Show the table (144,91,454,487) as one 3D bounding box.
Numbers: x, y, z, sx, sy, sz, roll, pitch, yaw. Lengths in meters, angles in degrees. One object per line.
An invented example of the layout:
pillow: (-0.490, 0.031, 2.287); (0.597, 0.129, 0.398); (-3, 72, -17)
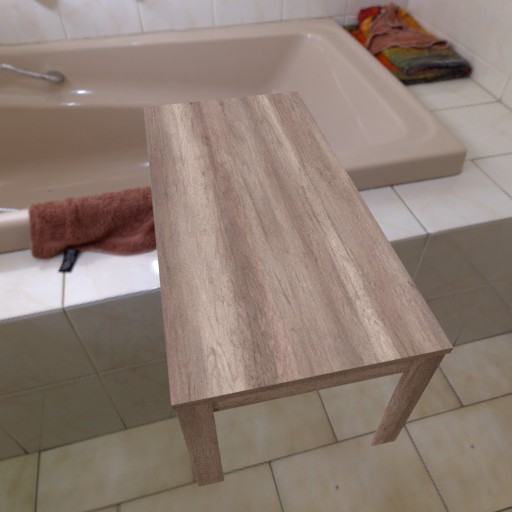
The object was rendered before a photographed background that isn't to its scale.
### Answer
table: (0.000, 0.000, 2.245); (0.900, 0.790, 1.800); (-9, 47, -9)
